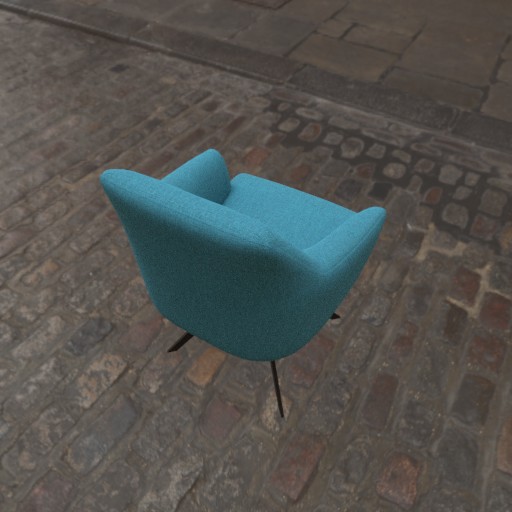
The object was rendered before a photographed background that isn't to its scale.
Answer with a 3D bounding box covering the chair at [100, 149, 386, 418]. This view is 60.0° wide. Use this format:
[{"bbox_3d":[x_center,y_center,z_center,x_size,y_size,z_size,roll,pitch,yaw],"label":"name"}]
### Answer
[{"bbox_3d":[0.000,0.000,1.386,0.642,0.874,0.677,23,51,21],"label":"chair"}]
